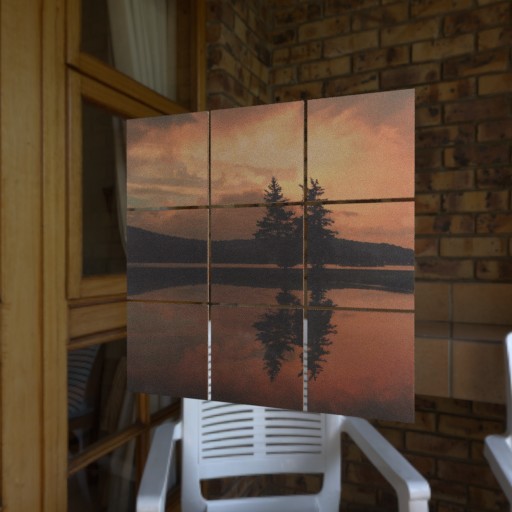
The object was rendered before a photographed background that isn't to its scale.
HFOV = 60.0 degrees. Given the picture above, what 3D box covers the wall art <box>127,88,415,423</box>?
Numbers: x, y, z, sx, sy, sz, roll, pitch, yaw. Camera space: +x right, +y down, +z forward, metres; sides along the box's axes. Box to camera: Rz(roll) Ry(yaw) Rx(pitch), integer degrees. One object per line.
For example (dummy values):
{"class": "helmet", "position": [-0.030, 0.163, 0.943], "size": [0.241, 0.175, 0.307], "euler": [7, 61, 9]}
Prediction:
{"class": "wall art", "position": [0.000, 0.000, 2.258], "size": [1.520, 1.525, 0.013], "euler": [0, 0, 18]}
